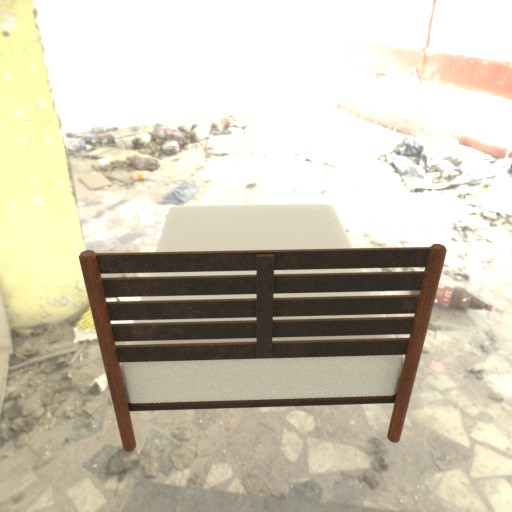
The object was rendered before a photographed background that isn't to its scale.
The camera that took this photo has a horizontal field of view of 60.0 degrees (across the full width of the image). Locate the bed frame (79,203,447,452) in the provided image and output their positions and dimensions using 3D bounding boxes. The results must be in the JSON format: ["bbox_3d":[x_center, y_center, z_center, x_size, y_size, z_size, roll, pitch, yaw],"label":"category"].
[{"bbox_3d":[0.000,0.000,3.252,1.655,1.321,2.234,-1,30,-2],"label":"bed frame"}]
